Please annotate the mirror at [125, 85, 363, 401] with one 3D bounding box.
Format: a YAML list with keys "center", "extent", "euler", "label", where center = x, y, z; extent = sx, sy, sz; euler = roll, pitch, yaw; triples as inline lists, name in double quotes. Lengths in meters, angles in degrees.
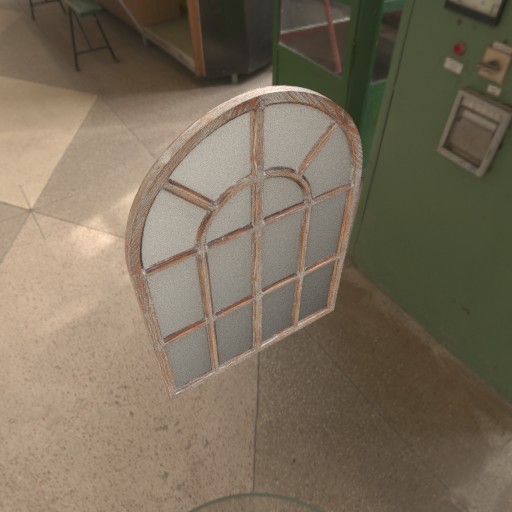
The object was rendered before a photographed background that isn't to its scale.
- center: [0.000, 0.000, 1.193]
  extent: [0.660, 0.920, 0.032]
  euler: [-25, 51, -22]
  label: "mirror"
